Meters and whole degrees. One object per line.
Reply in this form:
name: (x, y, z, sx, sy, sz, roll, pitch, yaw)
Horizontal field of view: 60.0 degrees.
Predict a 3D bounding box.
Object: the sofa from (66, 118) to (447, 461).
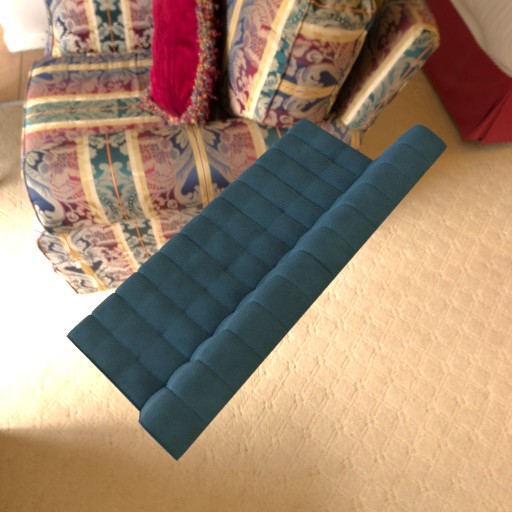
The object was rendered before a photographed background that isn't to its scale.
sofa: (0.000, 0.000, 2.256, 0.855, 0.813, 1.804, 38, 69, 17)
